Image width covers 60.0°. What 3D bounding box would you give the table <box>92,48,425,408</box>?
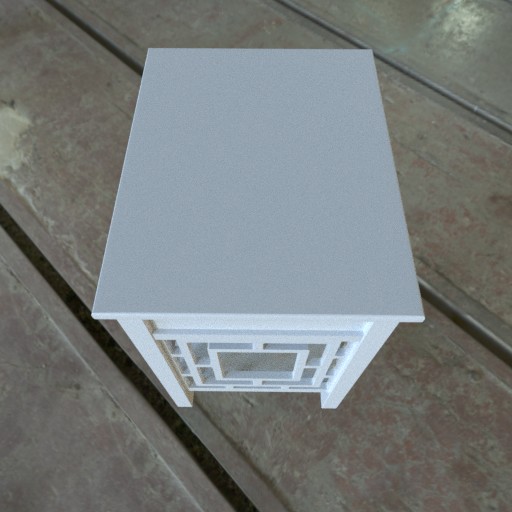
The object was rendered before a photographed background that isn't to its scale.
[{"bbox_3d":[0.000,0.000,1.001,0.451,0.646,0.564,1,59,0],"label":"table"}]
